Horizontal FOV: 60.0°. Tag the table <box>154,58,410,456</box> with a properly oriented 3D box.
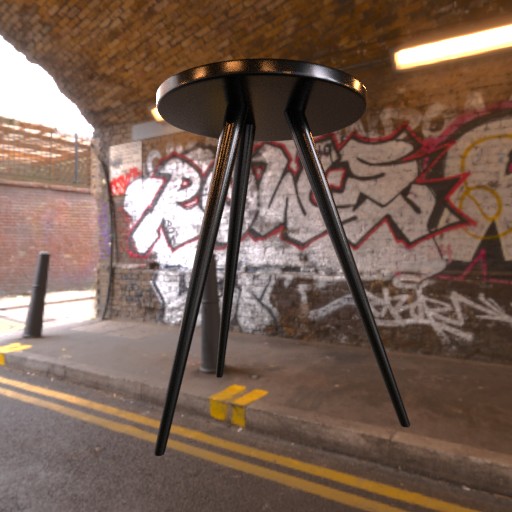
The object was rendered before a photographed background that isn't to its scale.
[{"bbox_3d":[0.000,0.000,0.818,0.403,0.548,0.415,0,0,-19],"label":"table"}]
